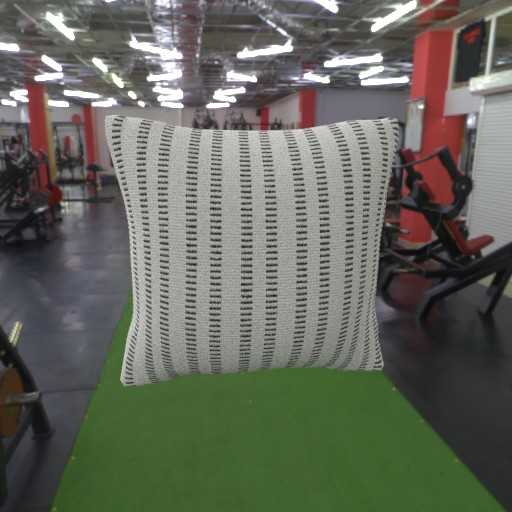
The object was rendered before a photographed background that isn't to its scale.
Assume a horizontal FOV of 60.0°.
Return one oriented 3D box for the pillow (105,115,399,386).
[{"bbox_3d":[0.000,0.000,0.693,0.438,0.419,0.247,-2,14,-6],"label":"pillow"}]
